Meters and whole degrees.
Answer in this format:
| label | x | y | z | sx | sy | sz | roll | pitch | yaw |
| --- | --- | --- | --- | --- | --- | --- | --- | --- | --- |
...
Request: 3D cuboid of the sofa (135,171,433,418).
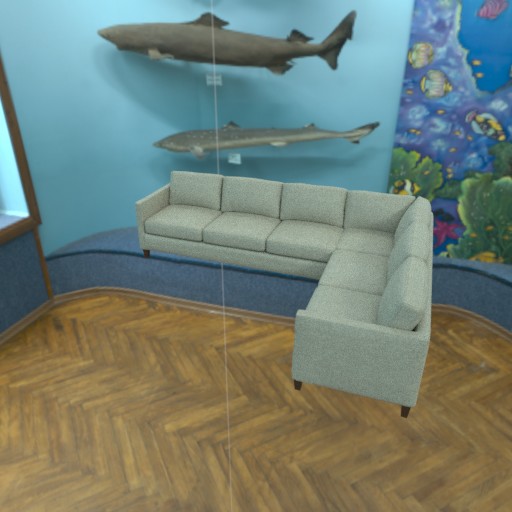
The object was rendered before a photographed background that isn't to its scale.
| label | x | y | z | sx | sy | sz | roll | pitch | yaw |
| --- | --- | --- | --- | --- | --- | --- | --- | --- | --- |
| sofa | 0.000 | 0.000 | 4.523 | 3.333 | 0.934 | 2.522 | 9 | 29 | 18 |
